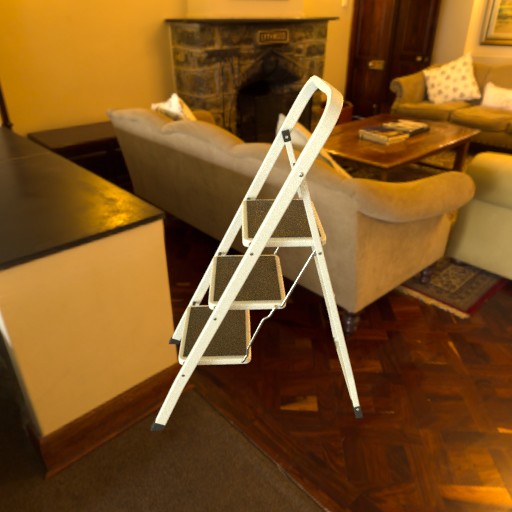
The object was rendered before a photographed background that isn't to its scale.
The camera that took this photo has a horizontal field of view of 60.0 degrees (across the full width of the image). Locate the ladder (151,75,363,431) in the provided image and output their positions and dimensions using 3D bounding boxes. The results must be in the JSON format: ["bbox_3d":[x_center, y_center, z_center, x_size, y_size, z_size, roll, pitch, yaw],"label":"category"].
[{"bbox_3d":[0.000,0.000,1.418,0.711,1.050,0.460,-1,29,-2],"label":"ladder"}]
